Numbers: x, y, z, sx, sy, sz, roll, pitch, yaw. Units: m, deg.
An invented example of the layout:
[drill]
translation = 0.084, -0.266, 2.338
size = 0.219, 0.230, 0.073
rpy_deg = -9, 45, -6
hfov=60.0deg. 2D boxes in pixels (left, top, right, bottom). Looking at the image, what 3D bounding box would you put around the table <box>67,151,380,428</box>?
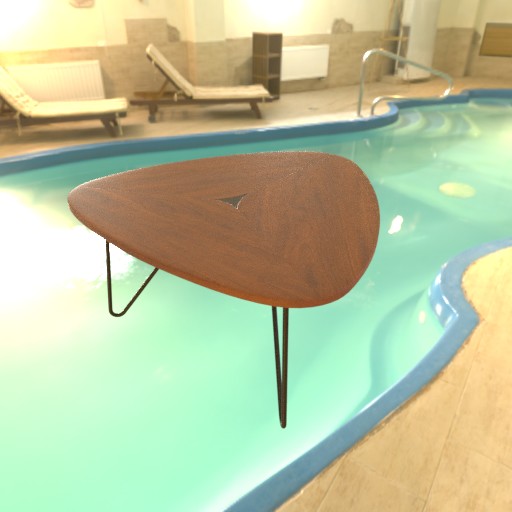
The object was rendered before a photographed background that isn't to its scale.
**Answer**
[table]
translation = 0.000, 0.000, 1.308
size = 0.833, 0.413, 0.821
rpy_deg = 23, 38, 33
